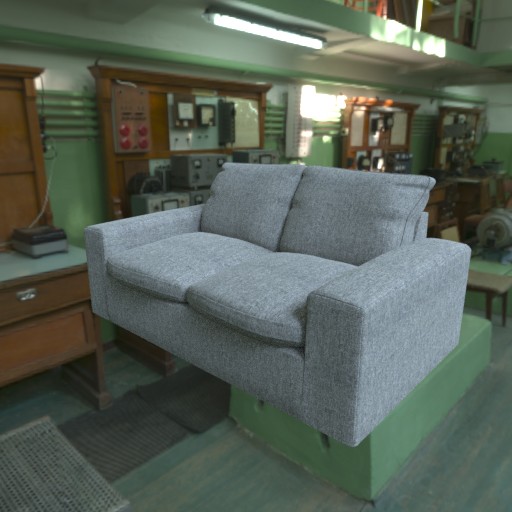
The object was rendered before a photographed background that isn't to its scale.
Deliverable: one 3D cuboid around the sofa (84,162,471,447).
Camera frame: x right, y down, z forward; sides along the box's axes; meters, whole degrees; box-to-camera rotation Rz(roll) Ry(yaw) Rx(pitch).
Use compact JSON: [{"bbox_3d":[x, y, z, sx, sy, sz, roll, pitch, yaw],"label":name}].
[{"bbox_3d":[0.000,0.000,2.291,1.758,0.877,1.094,14,21,40],"label":"sofa"}]
